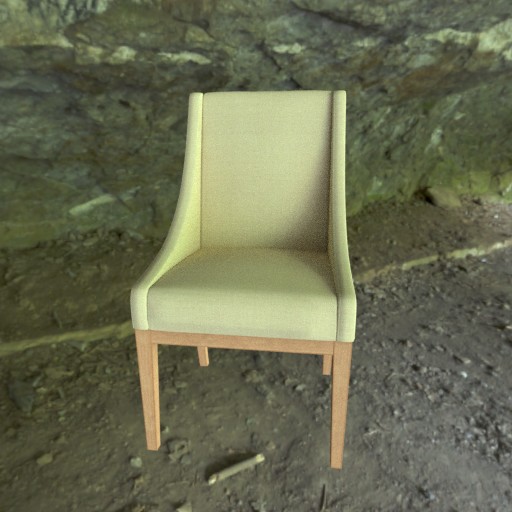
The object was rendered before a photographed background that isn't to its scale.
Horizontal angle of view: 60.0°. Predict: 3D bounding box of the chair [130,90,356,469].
[{"bbox_3d":[0.000,0.000,1.382,0.575,1.021,0.611,2,15,8],"label":"chair"}]
